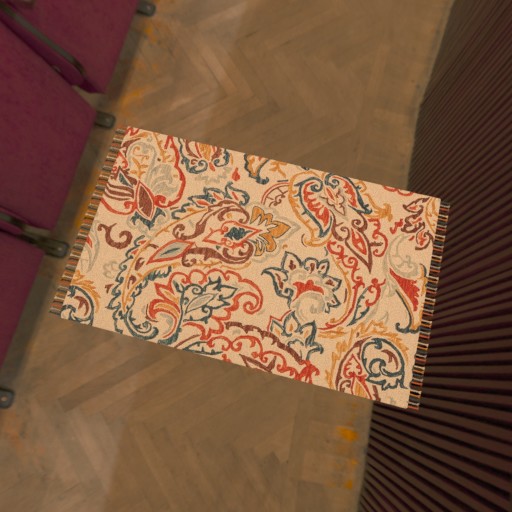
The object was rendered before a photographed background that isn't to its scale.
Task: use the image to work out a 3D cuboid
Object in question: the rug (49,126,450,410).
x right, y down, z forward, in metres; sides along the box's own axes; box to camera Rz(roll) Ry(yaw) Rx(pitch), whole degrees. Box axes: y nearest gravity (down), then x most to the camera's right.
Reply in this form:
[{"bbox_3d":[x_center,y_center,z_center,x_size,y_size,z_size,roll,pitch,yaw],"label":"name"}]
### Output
[{"bbox_3d":[0.000,0.000,3.178,2.584,0.010,1.523,14,76,4],"label":"rug"}]
